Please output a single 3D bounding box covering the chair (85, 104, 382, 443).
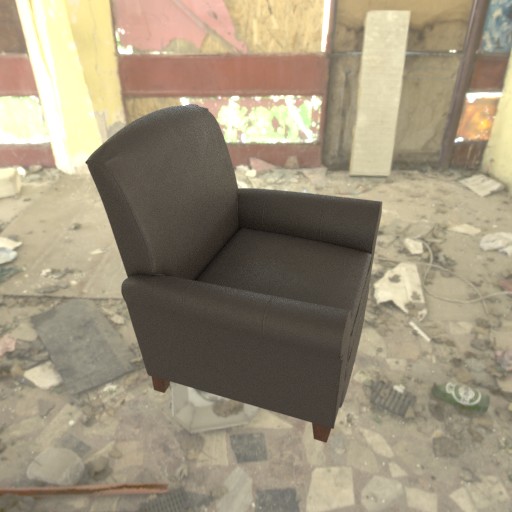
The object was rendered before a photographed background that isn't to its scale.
[{"bbox_3d":[0.000,0.000,1.790,0.902,1.061,0.978,11,33,17],"label":"chair"}]
